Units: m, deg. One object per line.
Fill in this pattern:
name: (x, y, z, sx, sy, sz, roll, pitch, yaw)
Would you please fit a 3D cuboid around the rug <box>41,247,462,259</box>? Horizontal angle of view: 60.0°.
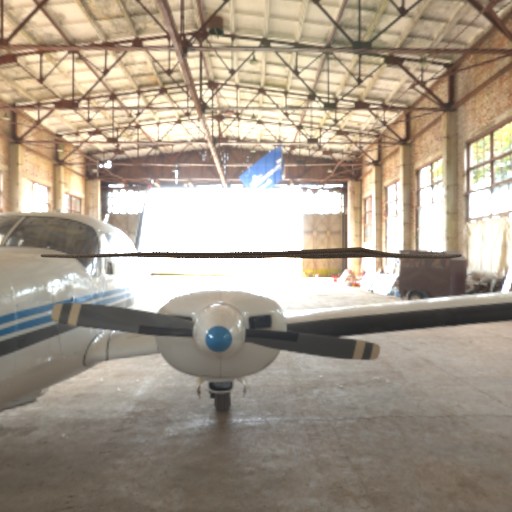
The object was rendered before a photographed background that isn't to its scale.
rug: (0.000, 0.000, 4.038, 3.011, 0.054, 2.399, 0, -1, 36)
